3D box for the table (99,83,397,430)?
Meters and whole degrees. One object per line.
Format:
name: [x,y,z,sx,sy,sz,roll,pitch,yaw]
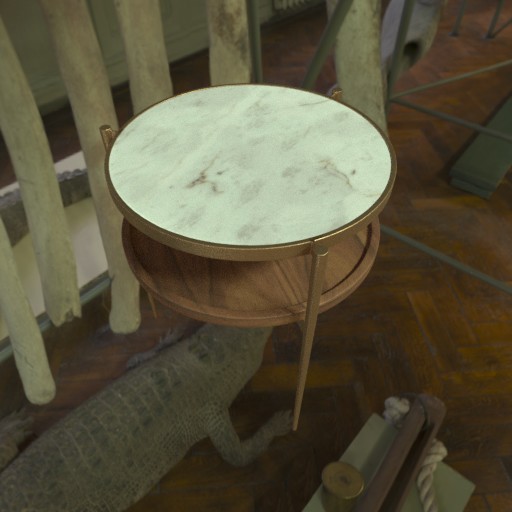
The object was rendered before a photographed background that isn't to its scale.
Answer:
table: [0.000,0.000,0.837,0.430,0.493,0.456,32,54,27]
